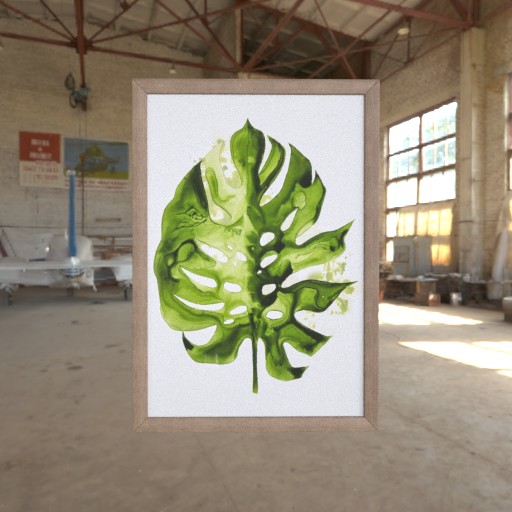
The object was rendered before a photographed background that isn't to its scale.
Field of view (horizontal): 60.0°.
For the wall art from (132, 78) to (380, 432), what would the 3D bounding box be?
[{"bbox_3d":[0.000,0.000,0.654,0.356,0.509,0.031,0,0,-1],"label":"wall art"}]
